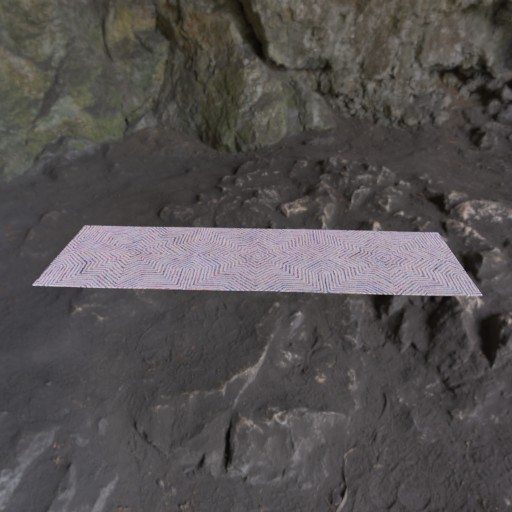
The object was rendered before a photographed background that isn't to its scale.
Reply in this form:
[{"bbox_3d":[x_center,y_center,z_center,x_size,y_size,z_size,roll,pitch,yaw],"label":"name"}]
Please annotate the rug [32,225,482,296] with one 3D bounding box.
[{"bbox_3d":[0.000,0.000,2.729,2.443,0.009,0.771,1,29,2],"label":"rug"}]
